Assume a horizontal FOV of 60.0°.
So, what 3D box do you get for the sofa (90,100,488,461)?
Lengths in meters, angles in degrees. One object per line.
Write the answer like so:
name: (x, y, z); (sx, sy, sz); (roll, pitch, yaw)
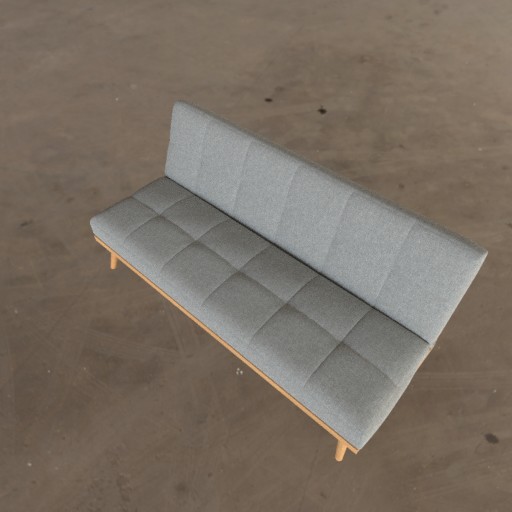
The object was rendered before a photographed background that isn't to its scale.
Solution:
sofa: (0.000, 0.000, 2.226); (1.820, 0.800, 0.800); (34, 56, 27)
